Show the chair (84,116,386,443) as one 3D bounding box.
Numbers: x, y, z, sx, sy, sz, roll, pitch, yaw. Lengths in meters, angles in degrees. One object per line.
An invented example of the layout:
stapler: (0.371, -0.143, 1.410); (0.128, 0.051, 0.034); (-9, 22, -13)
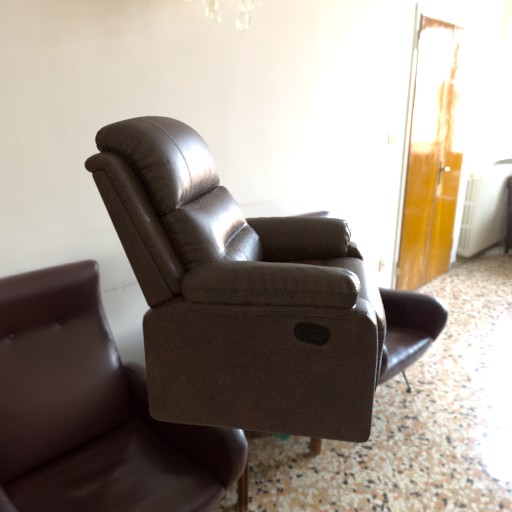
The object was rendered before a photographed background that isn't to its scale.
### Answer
chair: (0.000, 0.000, 1.643); (0.919, 0.992, 0.855); (3, 17, 9)
